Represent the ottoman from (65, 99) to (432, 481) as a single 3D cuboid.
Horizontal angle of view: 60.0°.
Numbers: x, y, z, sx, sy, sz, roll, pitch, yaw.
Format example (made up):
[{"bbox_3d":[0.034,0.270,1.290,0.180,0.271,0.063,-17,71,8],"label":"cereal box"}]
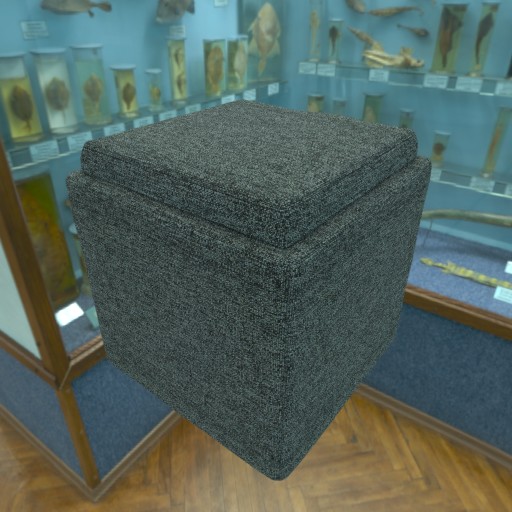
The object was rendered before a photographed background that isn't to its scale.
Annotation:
[{"bbox_3d":[0.000,0.000,0.820,0.450,0.463,0.450,22,38,32],"label":"ottoman"}]
